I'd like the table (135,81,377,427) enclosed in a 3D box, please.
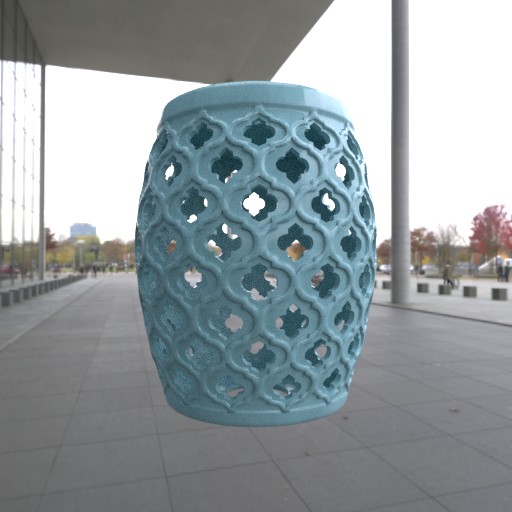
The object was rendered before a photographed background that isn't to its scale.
[{"bbox_3d":[0.000,0.000,0.615,0.325,0.388,0.325,0,-1,0],"label":"table"}]
